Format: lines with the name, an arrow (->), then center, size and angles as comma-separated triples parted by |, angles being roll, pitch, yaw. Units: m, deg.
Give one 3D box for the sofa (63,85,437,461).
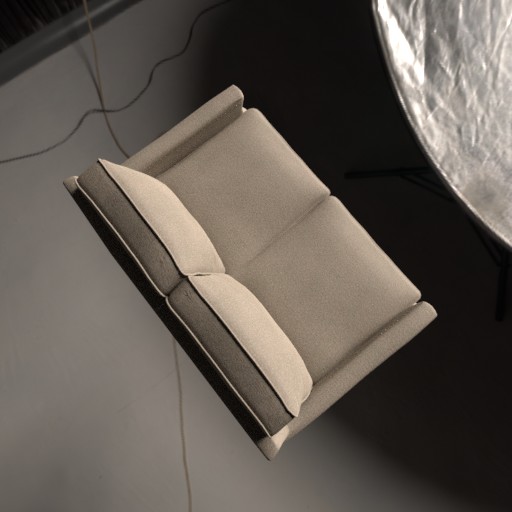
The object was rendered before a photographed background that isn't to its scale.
sofa -> 0.000, 0.000, 2.286 | 1.084, 1.003, 1.597 | -38, 79, -8
